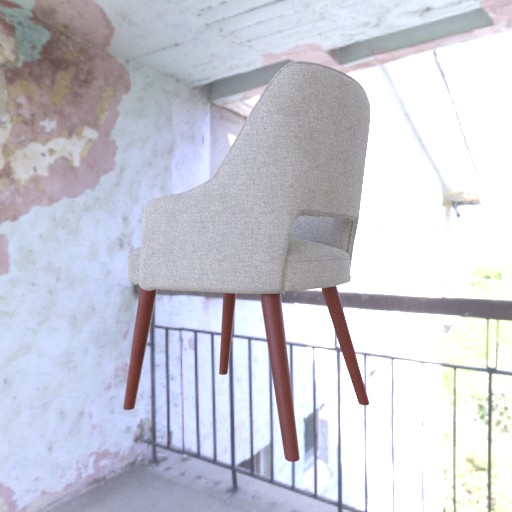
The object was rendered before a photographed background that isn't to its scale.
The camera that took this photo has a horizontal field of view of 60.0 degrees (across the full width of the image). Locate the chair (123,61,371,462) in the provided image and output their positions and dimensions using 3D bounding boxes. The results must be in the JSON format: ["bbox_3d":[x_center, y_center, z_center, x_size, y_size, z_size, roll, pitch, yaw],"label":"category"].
[{"bbox_3d":[0.000,0.000,1.234,0.605,0.849,0.548,1,1,35],"label":"chair"}]
